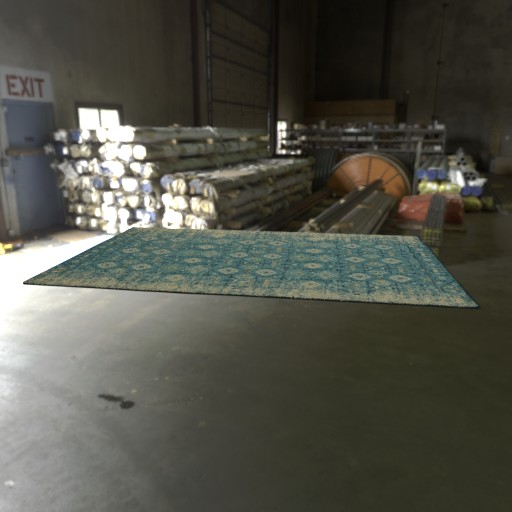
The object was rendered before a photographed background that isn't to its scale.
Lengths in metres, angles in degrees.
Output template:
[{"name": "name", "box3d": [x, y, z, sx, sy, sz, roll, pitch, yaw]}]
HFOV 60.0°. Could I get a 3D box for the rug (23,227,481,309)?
[{"name": "rug", "box3d": [0.000, 0.000, 3.039, 2.449, 0.015, 1.530, 2, 16, 8]}]
